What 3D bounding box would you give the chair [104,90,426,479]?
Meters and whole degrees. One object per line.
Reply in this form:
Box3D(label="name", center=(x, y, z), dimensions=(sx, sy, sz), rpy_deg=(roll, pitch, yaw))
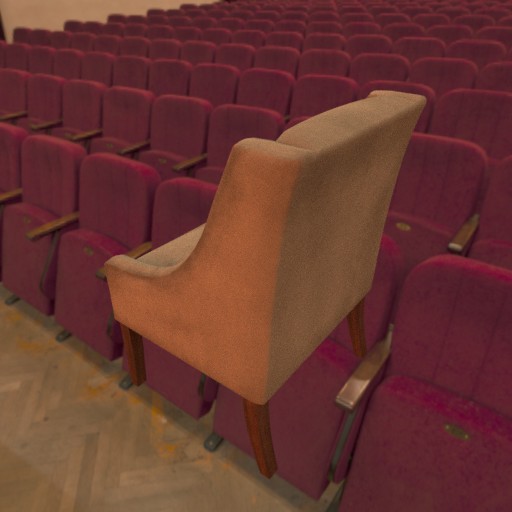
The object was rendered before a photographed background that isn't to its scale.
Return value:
Box3D(label="chair", center=(0.000, 0.000, 1.290), dimensions=(0.629, 0.895, 0.629), rpy_deg=(21, 37, 31))
